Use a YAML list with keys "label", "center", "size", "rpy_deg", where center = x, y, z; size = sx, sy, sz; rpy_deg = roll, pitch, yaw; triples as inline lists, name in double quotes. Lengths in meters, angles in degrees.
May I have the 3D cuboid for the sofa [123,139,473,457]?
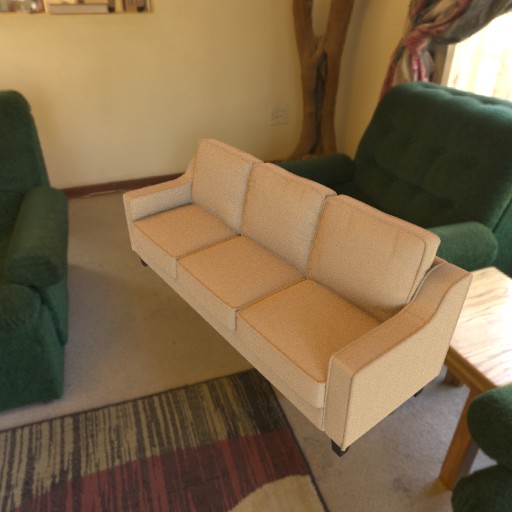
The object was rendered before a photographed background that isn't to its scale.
- label: "sofa"
  center: [0.000, 0.000, 2.606]
  size: [0.791, 0.902, 2.131]
  rpy_deg: [-22, 38, -31]
